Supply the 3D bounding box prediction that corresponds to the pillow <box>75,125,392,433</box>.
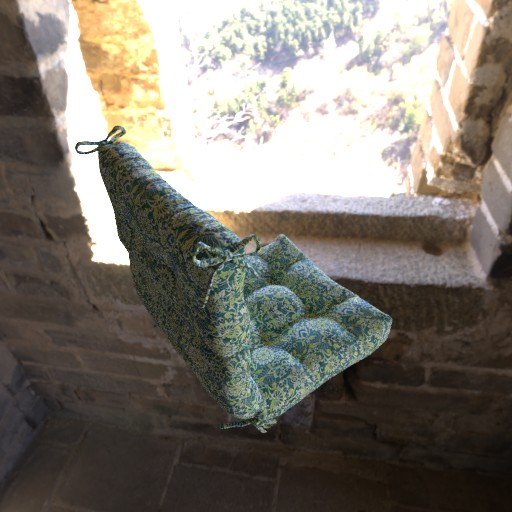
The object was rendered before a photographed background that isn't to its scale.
[{"bbox_3d":[0.000,0.000,1.054,0.571,0.605,0.519,-25,46,-27],"label":"pillow"}]
